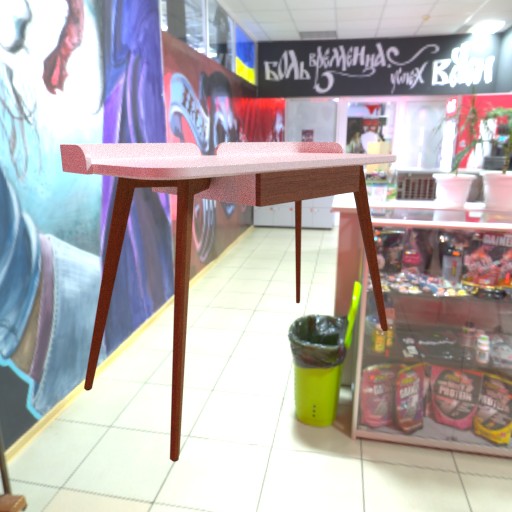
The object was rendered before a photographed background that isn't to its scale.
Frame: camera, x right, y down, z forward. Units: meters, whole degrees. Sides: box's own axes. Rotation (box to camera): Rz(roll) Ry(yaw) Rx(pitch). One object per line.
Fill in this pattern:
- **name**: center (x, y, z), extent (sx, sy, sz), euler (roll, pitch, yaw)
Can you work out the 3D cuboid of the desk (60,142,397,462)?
- **desk**: center (0.000, 0.000, 1.635), extent (0.534, 0.807, 1.206), euler (14, 20, 42)
